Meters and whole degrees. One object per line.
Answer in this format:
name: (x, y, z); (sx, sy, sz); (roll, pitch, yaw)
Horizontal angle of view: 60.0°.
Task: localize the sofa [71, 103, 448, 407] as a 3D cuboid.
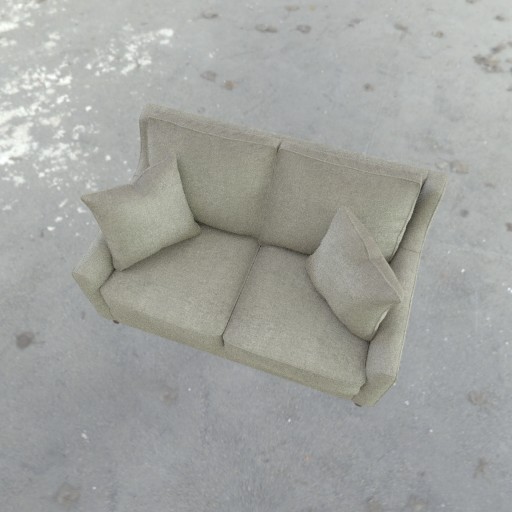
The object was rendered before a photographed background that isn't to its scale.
sofa: (0.000, 0.000, 2.049); (1.422, 0.863, 0.915); (16, 59, 10)
